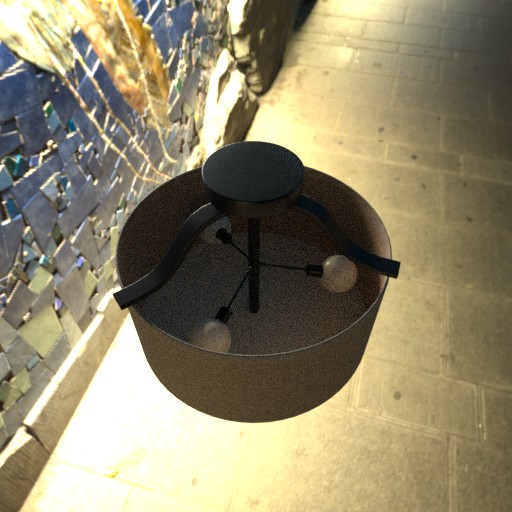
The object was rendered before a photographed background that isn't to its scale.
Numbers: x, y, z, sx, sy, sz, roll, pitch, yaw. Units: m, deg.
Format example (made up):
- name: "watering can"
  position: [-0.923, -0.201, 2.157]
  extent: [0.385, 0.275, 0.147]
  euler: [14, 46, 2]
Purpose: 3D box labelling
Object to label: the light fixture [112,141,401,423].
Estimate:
- name: "light fixture"
  position: [0.000, 0.000, 0.649]
  extent: [0.390, 0.306, 0.390]
  euler: [0, 47, 0]
